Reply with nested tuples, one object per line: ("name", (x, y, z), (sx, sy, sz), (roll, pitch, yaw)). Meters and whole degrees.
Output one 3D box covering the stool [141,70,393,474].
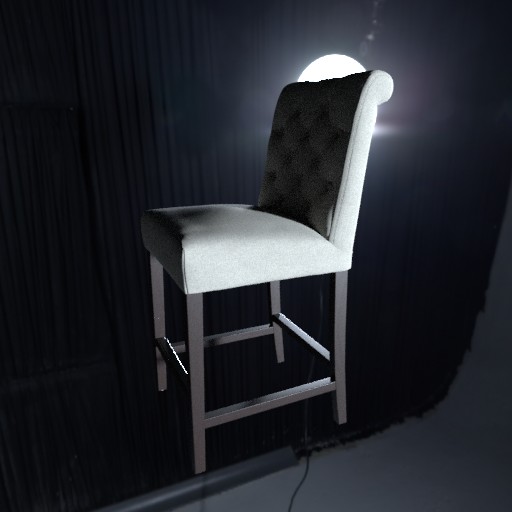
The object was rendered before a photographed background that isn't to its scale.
("stool", (0.000, 0.000, 1.357), (0.601, 1.040, 0.493), (-8, 18, -24))
